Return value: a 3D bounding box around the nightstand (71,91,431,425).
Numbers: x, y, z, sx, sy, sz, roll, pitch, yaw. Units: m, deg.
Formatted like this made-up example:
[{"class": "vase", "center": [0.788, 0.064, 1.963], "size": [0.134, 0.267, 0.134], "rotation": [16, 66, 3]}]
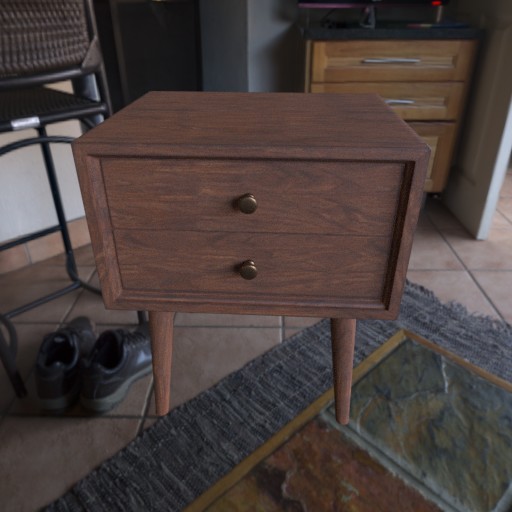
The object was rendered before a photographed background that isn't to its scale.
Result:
[{"class": "nightstand", "center": [0.000, 0.000, 0.969], "size": [0.521, 0.607, 0.445], "rotation": [2, 30, 3]}]
